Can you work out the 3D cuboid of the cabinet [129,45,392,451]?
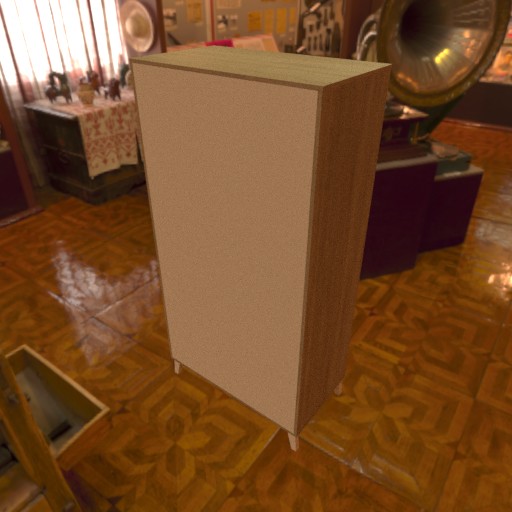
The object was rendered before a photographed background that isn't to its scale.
[{"bbox_3d":[0.000,0.000,2.458,1.006,1.999,0.571,22,38,31],"label":"cabinet"}]
